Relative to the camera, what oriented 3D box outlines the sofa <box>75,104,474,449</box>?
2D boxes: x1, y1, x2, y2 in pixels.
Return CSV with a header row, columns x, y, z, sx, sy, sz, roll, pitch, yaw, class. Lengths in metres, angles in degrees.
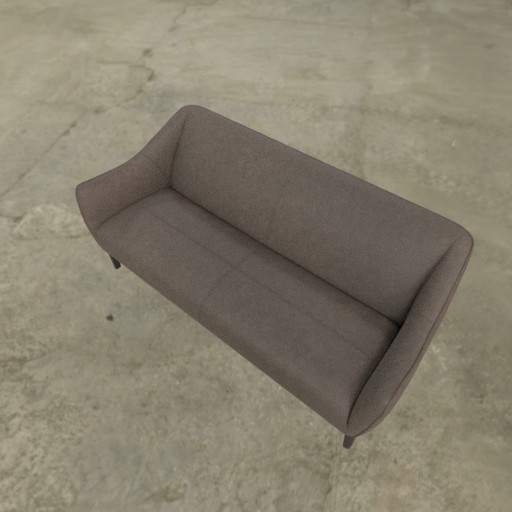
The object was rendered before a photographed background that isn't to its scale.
x,y,z,sx,sy,sz,roll,pitch,yaw,class
0.000,0.000,2.339,1.928,0.831,0.869,32,54,26,sofa
